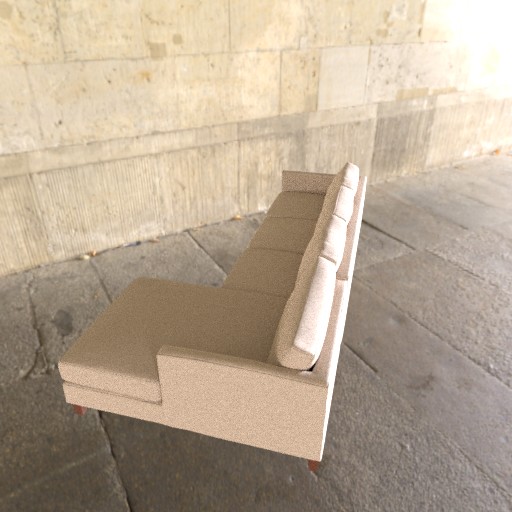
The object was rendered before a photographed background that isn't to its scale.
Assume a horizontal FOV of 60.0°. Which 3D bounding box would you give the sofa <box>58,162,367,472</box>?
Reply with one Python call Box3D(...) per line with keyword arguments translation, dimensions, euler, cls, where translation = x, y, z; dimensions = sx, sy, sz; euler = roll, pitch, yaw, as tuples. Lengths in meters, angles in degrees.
Box3D(translation=(0.000, 0.000, 3.775), dimensions=(1.625, 0.861, 3.186), euler=(8, 30, 13), cls="sofa")
